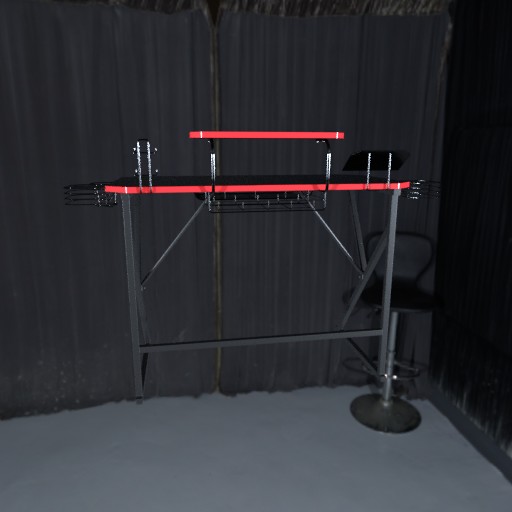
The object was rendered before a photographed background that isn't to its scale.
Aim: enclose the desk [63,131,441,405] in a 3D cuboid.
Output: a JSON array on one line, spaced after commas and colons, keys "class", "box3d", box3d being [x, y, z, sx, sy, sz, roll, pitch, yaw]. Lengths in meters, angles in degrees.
[{"class": "desk", "box3d": [0.000, 0.000, 1.730, 1.280, 0.913, 0.588, -2, 14, -10]}]
